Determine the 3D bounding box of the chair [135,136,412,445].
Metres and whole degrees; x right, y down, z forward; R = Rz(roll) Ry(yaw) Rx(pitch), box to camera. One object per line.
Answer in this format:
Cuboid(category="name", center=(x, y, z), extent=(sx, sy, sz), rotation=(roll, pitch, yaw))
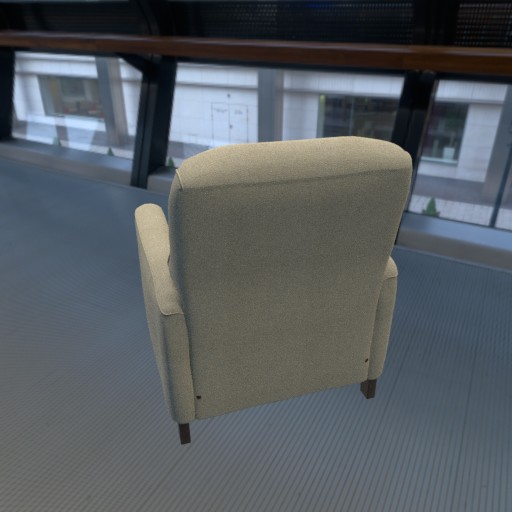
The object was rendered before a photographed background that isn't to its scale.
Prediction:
Cuboid(category="chair", center=(0.000, 0.000, 1.670), extent=(0.850, 1.006, 0.853), rotation=(-8, 28, -15))
